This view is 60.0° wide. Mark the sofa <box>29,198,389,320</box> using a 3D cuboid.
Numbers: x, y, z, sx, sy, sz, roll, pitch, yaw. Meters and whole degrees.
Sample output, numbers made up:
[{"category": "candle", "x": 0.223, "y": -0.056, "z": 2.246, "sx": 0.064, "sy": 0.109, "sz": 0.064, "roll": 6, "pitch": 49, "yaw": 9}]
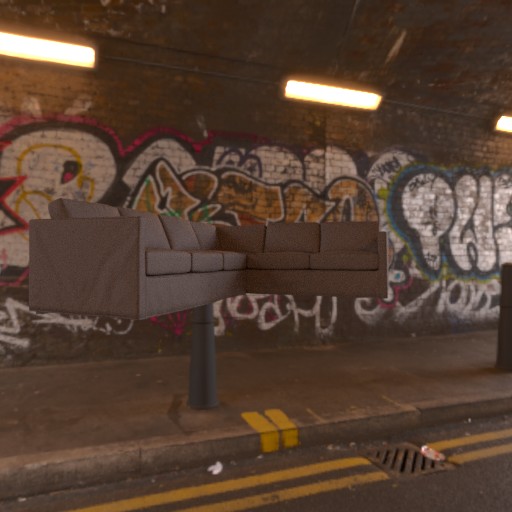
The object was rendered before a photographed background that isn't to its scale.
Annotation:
[{"category": "sofa", "x": 0.000, "y": 0.000, "z": 4.314, "sx": 2.432, "sy": 0.871, "sz": 3.182, "roll": 0, "pitch": 0, "yaw": 18}]
